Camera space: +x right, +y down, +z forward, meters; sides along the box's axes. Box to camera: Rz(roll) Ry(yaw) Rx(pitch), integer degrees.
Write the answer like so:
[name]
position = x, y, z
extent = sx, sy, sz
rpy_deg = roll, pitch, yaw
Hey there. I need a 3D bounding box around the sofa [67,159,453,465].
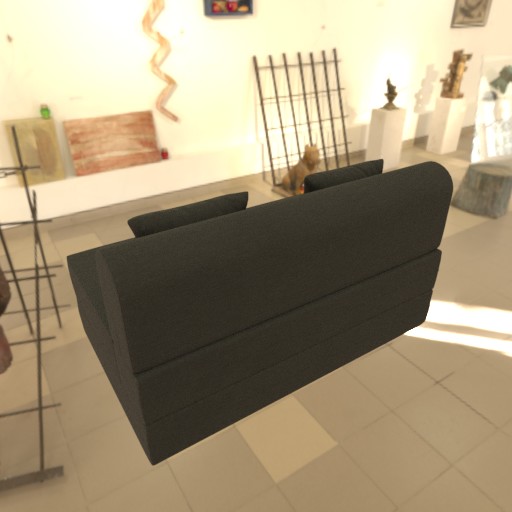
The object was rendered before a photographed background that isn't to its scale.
[sofa]
position = 0.000, 0.000, 1.684
extent = 1.225, 0.670, 0.762
rpy_deg = -18, 35, -28
